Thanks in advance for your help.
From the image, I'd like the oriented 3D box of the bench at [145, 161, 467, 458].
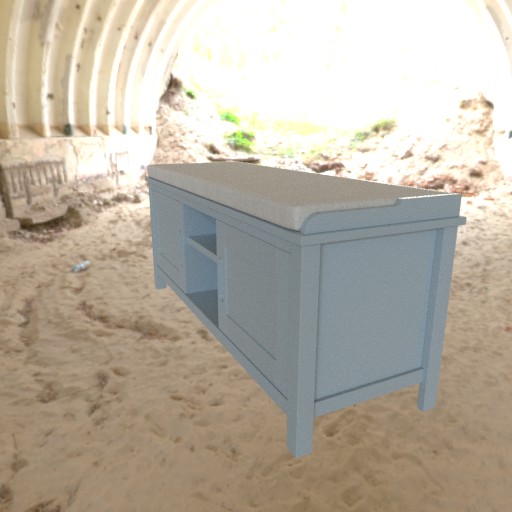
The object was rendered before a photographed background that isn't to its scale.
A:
[{"bbox_3d":[0.000,0.000,1.369,0.398,0.501,1.140,-8,17,-25],"label":"bench"}]
